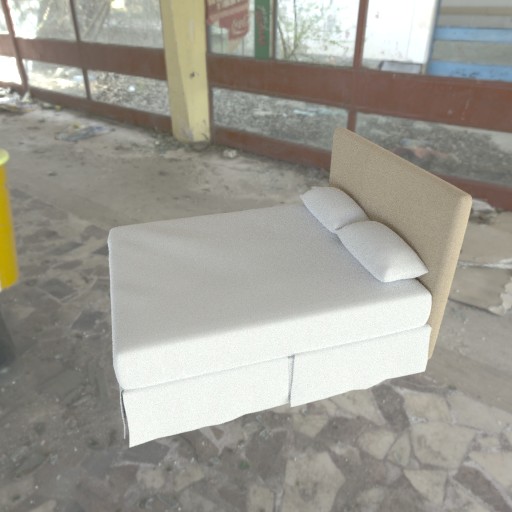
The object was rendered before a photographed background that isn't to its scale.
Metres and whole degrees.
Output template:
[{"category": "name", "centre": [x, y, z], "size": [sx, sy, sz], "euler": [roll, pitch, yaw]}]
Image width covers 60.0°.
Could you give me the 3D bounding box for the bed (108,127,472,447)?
[{"category": "bed", "centre": [0.000, 0.000, 3.219], "size": [2.142, 1.330, 1.723], "euler": [-9, 31, -15]}]
